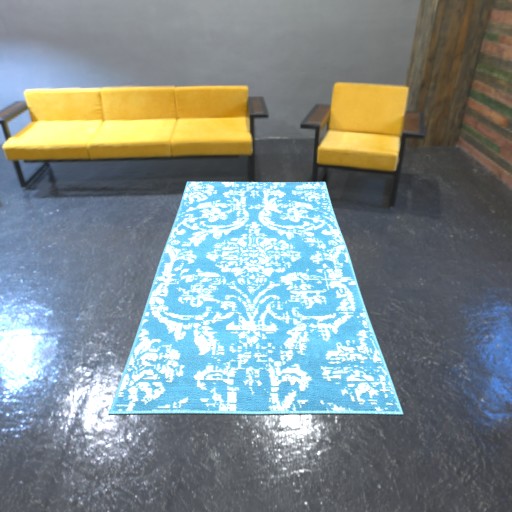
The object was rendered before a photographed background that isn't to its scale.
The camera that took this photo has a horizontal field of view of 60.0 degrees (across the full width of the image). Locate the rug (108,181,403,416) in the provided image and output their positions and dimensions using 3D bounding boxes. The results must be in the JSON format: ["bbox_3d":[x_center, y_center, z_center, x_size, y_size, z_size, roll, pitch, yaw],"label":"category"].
[{"bbox_3d":[0.000,0.000,1.419,0.604,0.007,1.219,0,32,0],"label":"rug"}]
